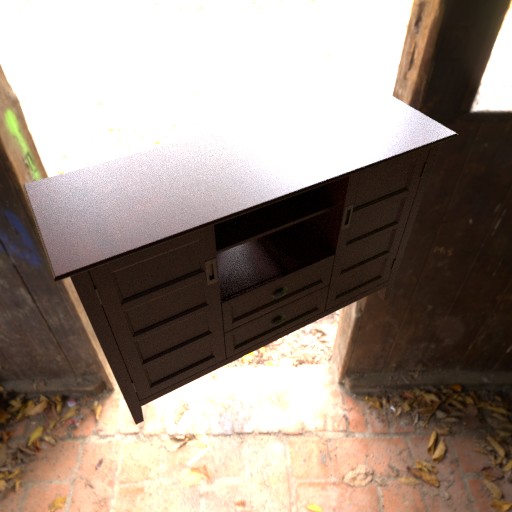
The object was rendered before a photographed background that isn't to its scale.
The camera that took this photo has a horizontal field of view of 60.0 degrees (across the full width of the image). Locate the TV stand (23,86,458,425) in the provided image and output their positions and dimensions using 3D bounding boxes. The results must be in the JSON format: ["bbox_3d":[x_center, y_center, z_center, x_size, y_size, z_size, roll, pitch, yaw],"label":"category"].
[{"bbox_3d":[0.000,0.000,1.763,1.372,0.915,0.445,-22,49,-20],"label":"TV stand"}]
